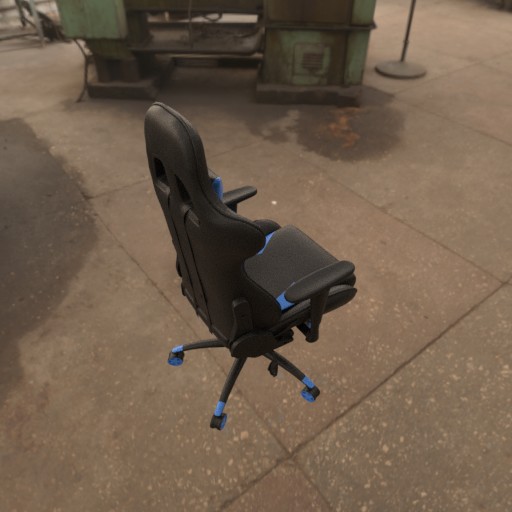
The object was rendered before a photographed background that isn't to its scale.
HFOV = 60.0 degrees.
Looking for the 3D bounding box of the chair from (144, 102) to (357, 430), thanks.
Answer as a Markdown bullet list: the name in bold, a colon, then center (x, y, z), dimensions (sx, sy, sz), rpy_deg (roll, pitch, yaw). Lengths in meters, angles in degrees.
- **chair**: center (0.000, 0.000, 1.693), dimensions (0.730, 1.282, 0.695), rpy_deg (-25, 47, -25)
